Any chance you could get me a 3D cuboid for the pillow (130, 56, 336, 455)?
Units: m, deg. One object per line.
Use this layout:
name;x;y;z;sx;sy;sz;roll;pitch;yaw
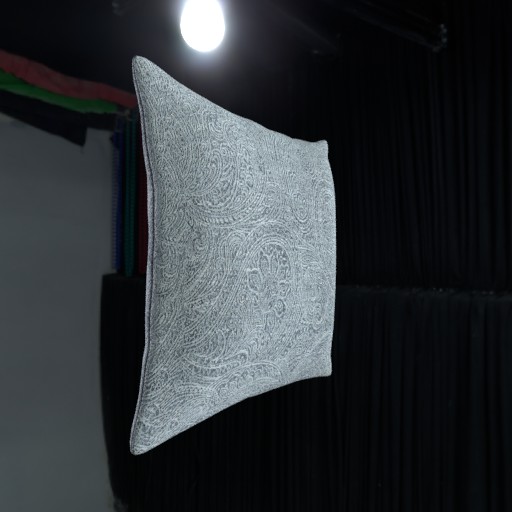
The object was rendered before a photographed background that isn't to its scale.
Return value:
pillow;0.000;0.000;0.762;0.166;0.510;0.523;-1;-1;37
